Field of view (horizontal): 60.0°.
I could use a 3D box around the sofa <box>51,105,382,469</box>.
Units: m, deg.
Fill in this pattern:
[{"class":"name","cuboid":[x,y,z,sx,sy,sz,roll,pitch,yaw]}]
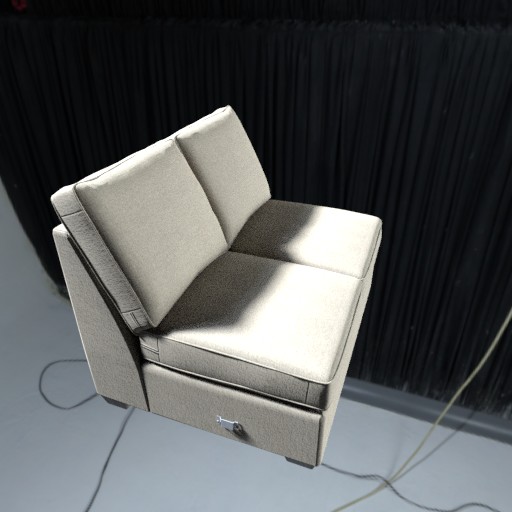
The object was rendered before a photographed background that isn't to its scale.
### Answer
[{"class":"sofa","cuboid":[0.000,0.000,1.961,0.978,1.006,1.232,11,33,18]}]
